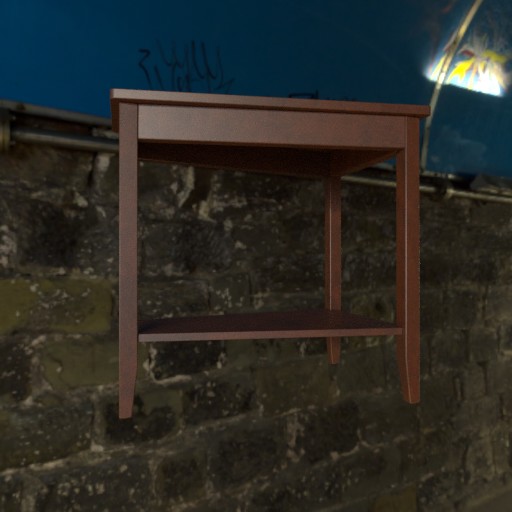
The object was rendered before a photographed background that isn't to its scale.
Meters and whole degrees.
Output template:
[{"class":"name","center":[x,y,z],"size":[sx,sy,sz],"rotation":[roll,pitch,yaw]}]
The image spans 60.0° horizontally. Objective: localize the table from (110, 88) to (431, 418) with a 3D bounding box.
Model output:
[{"class":"table","center":[0.000,0.000,0.973],"size":[0.605,0.589,0.399],"rotation":[0,0,-17]}]
